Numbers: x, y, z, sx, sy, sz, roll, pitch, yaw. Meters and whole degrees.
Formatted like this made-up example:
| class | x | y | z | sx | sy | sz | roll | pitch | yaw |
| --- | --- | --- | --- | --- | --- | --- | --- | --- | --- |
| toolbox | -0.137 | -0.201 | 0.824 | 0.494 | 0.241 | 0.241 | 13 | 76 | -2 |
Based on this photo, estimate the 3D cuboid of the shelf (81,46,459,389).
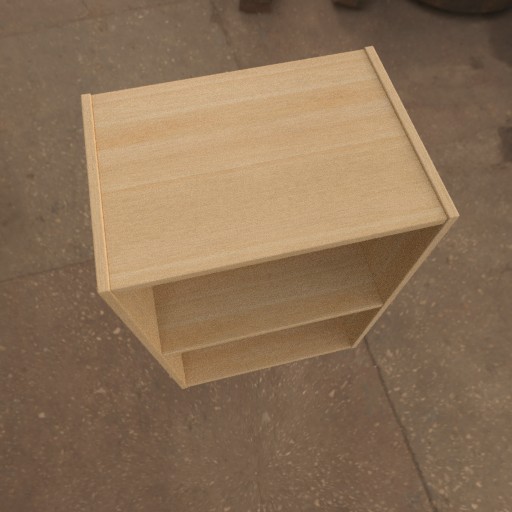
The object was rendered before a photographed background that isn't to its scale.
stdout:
| class | x | y | z | sx | sy | sz | roll | pitch | yaw |
| --- | --- | --- | --- | --- | --- | --- | --- | --- | --- |
| shelf | 0.000 | 0.000 | 0.814 | 0.414 | 0.592 | 0.290 | -12 | 65 | -6 |
